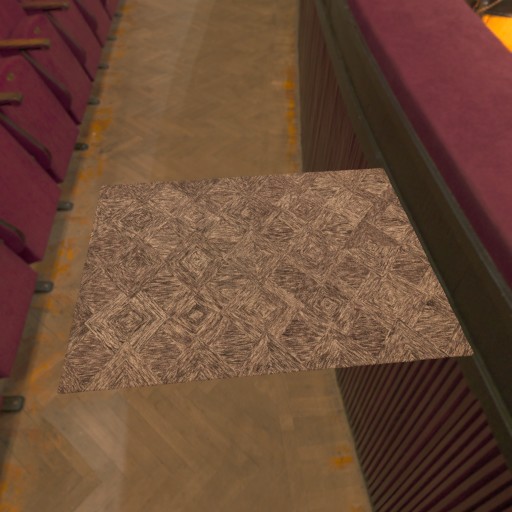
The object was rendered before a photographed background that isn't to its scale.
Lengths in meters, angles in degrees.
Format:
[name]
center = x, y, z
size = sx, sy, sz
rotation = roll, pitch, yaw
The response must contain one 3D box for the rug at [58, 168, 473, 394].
[rug]
center = 0.000, 0.000, 4.189
size = 3.204, 0.017, 2.448
rotation = -4, 48, -4
